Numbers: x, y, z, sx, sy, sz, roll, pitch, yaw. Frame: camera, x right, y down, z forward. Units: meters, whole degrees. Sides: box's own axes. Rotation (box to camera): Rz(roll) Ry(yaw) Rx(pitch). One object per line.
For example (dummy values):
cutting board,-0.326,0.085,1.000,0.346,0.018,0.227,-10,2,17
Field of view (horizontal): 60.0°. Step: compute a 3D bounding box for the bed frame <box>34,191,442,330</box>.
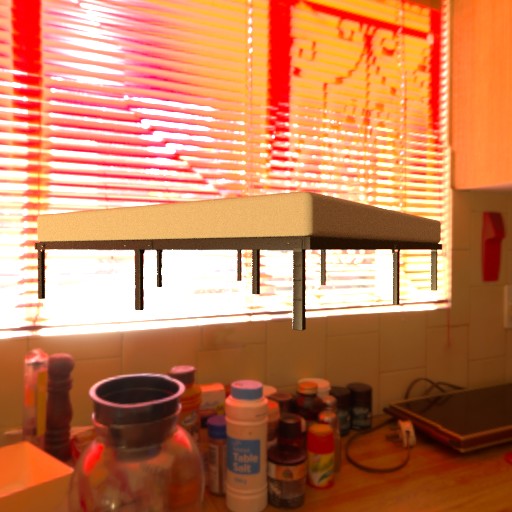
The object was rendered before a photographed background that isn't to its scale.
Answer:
bed frame,0.000,0.000,3.908,2.526,0.680,2.635,0,1,36
